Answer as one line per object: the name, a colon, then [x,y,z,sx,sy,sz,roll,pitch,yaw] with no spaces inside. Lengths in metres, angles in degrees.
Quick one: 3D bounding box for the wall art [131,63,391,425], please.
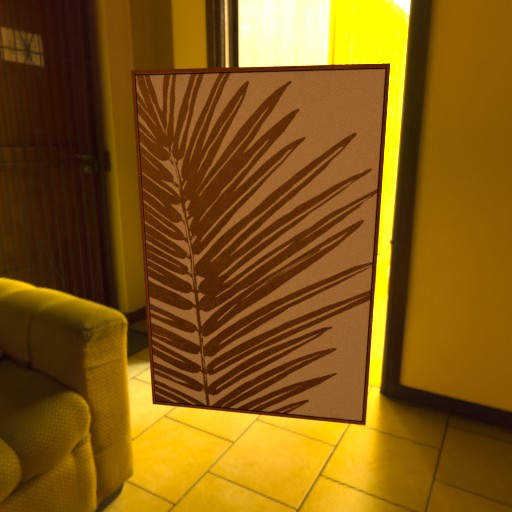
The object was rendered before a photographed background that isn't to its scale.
wall art: [0.000,0.000,1.157,0.610,0.914,0.037,2,14,9]
